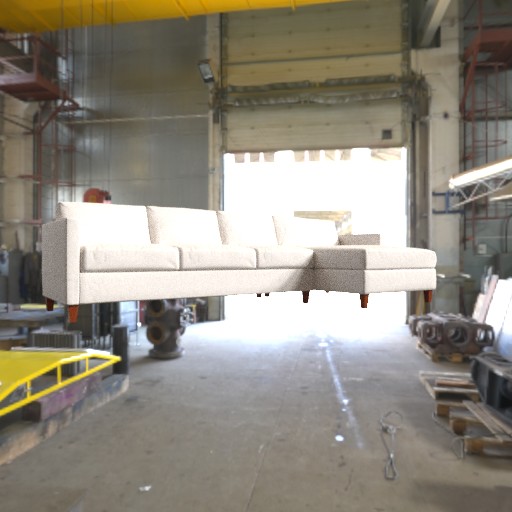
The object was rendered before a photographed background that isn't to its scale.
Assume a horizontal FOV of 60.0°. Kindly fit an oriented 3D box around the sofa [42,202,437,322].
[{"bbox_3d":[0.000,0.000,4.202,3.471,0.954,1.606,0,0,-36],"label":"sofa"}]
